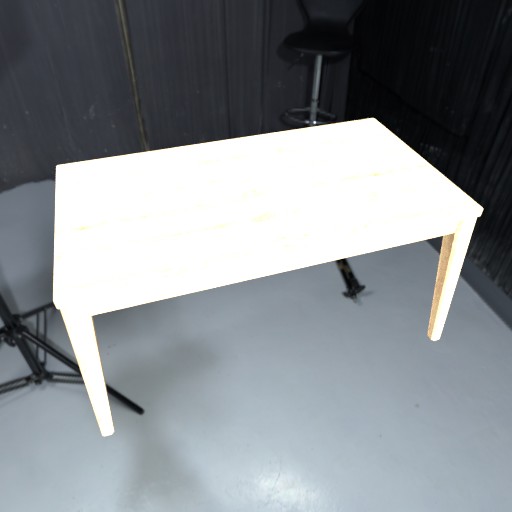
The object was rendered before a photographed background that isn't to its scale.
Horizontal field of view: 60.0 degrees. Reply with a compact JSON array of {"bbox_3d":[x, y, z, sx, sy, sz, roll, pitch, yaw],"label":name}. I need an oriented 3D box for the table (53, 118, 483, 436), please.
[{"bbox_3d":[0.000,0.000,2.044,1.600,0.760,0.900,-12,43,-13],"label":"table"}]
